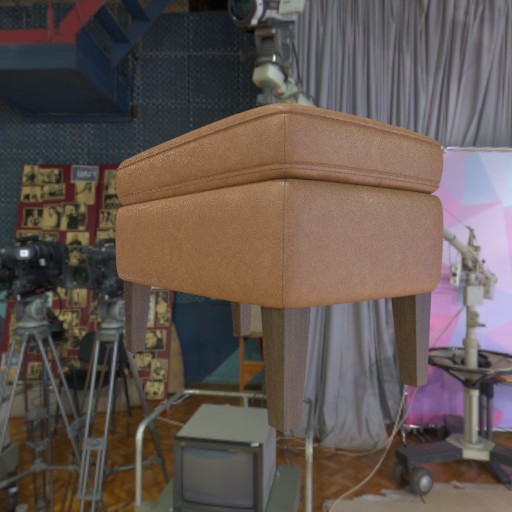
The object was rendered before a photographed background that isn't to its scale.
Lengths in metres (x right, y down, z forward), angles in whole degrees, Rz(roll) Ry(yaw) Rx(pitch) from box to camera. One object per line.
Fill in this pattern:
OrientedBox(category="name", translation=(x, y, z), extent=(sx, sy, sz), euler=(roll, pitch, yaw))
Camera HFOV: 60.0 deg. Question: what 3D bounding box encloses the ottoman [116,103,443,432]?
OrientedBox(category="ottoman", translation=(0.000, 0.000, 0.952), extent=(0.420, 0.480, 0.670), euler=(-1, 2, -37))
